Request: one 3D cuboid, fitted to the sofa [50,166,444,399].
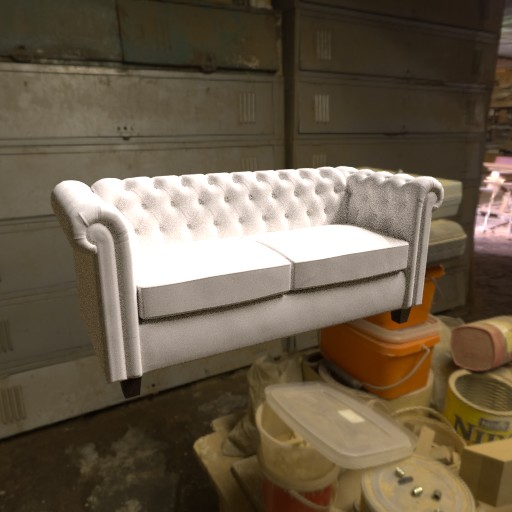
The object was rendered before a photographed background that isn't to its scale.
[{"bbox_3d":[0.000,0.000,2.261,1.798,0.796,0.771,-9,18,-27],"label":"sofa"}]
